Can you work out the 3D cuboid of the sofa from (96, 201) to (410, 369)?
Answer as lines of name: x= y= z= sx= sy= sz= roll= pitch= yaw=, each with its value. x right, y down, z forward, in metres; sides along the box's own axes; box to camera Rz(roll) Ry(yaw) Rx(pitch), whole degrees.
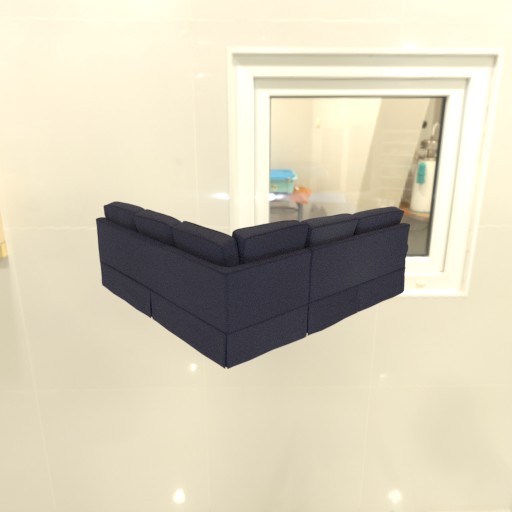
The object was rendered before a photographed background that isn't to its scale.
sofa: x=0.000 y=0.000 z=5.069 sx=3.773 sy=1.169 sz=2.874 roll=-3 pitch=17 yaw=-9
